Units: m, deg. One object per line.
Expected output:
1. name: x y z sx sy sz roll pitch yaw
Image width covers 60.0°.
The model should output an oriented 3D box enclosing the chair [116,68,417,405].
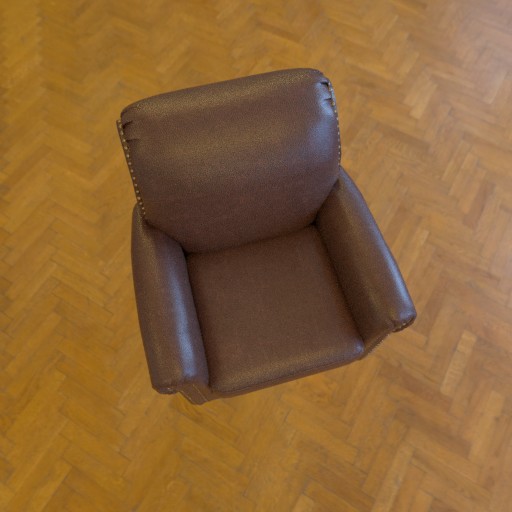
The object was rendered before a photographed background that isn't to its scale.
1. chair: 0.000 0.000 1.606 0.854 0.927 0.890 -14 66 -6
